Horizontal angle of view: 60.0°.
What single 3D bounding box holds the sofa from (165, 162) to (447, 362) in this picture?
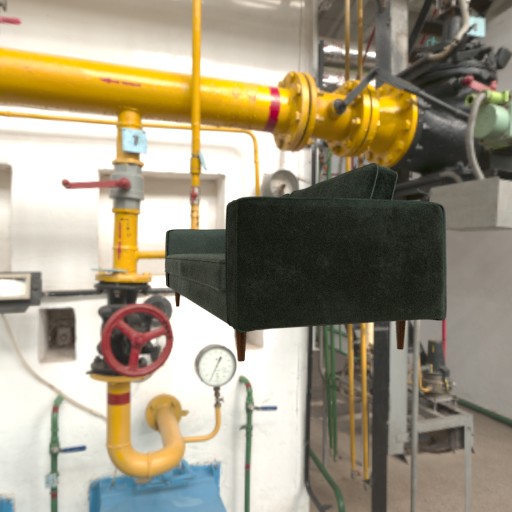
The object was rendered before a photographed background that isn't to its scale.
[{"bbox_3d":[0.000,0.000,2.625,0.886,0.781,2.214,0,0,-17],"label":"sofa"}]
